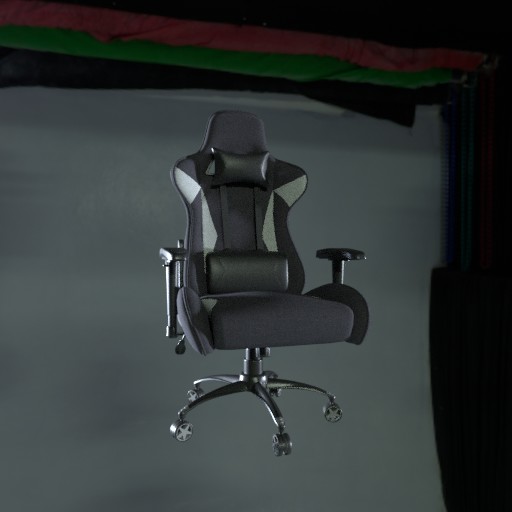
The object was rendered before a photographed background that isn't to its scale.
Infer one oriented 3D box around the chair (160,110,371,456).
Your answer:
[{"bbox_3d":[0.000,0.000,1.715,0.730,1.300,0.695,0,0,-18],"label":"chair"}]
